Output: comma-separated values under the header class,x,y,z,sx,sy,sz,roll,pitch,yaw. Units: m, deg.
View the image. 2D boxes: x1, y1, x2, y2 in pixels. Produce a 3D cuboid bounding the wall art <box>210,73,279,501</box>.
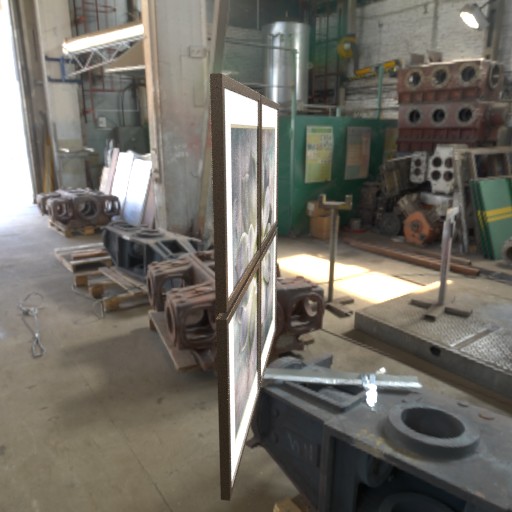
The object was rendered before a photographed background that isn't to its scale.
class,x,y,z,sx,sy,sz,roll,pitch,yaw
wall art,0.000,0.000,1.501,0.030,1.032,1.032,2,16,9
